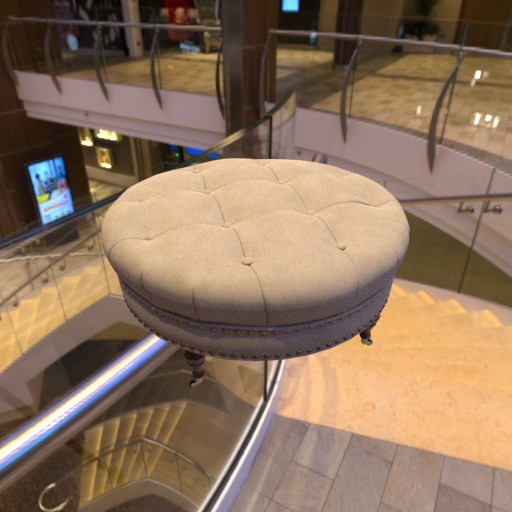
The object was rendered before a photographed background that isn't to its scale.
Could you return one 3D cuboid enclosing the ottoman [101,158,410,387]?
[{"bbox_3d":[0.000,0.000,1.421,0.901,0.439,0.901,0,31,0],"label":"ottoman"}]
